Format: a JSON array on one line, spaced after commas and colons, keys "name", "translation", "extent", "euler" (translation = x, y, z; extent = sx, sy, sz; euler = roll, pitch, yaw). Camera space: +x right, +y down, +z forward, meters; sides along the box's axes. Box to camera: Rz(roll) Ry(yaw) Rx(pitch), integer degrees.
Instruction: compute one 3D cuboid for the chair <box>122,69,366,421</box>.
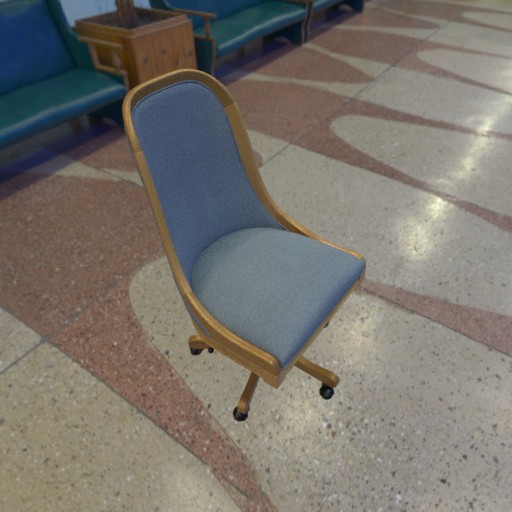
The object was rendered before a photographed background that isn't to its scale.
[{"name": "chair", "translation": [0.000, 0.000, 1.487], "extent": [0.735, 1.031, 0.605], "euler": [26, 48, 26]}]
